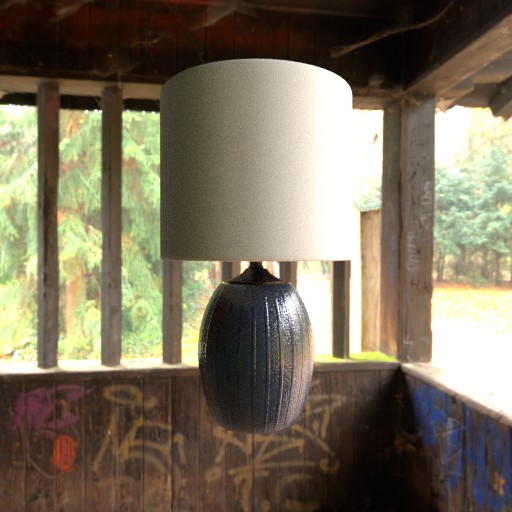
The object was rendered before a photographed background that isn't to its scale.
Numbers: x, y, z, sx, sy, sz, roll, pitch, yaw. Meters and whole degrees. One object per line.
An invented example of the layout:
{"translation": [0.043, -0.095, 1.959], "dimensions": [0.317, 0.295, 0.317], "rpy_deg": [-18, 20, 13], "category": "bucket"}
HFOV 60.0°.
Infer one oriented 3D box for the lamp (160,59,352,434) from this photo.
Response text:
{"translation": [0.000, 0.000, 0.777], "dimensions": [0.329, 0.570, 0.329], "rpy_deg": [0, 1, -37], "category": "lamp"}
